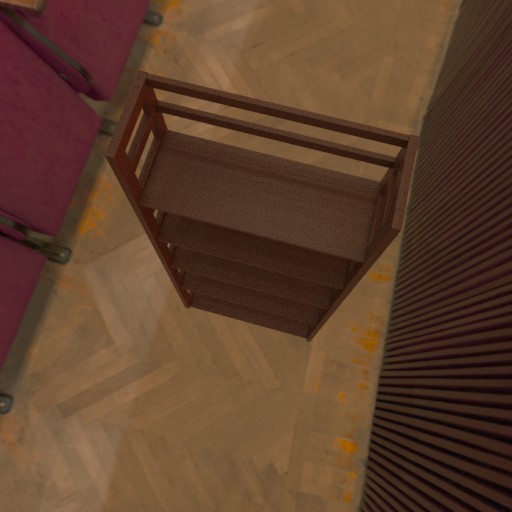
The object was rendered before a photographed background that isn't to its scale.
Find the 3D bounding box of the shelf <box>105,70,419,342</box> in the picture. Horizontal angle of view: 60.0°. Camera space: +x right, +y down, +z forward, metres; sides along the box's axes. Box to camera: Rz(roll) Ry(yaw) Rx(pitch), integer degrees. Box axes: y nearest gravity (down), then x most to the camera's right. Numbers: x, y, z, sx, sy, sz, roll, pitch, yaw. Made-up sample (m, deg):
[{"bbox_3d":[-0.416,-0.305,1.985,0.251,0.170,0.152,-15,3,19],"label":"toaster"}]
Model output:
[{"bbox_3d":[0.000,0.000,1.880,0.763,1.600,0.403,15,75,4],"label":"shelf"}]
